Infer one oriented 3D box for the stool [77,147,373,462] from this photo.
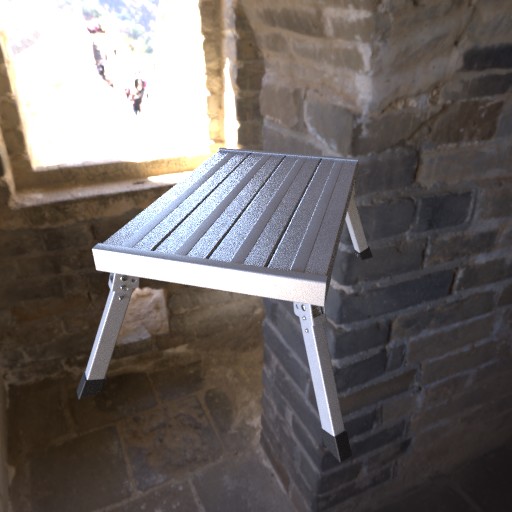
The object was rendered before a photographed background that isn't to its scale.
[{"bbox_3d":[0.000,0.000,0.743,0.385,0.225,0.535,8,30,14],"label":"stool"}]
